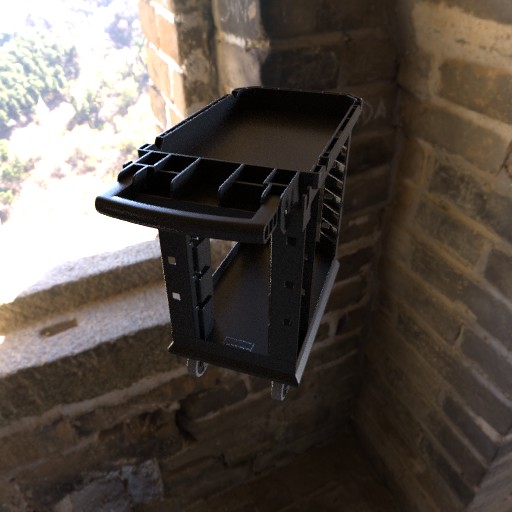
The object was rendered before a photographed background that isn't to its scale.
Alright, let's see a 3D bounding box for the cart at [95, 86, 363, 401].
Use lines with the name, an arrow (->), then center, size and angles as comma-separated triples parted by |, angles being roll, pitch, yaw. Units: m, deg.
cart -> 0.000, 0.000, 1.543 | 0.497, 0.884, 1.061 | 11, 35, 16
